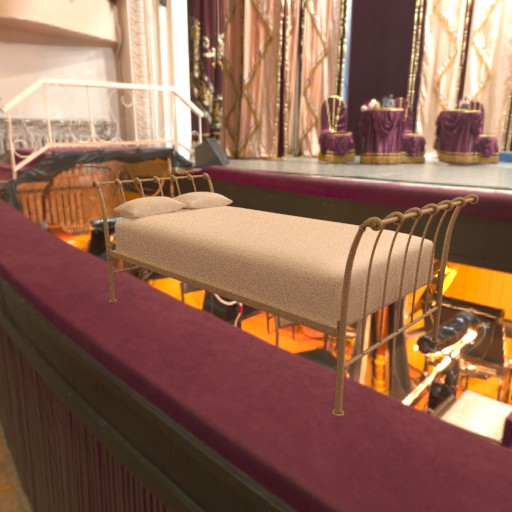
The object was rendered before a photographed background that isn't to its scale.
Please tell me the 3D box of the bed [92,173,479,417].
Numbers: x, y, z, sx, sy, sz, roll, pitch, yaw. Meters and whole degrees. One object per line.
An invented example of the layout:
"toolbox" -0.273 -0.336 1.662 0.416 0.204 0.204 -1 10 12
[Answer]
"bed" 0.000 0.000 2.787 2.228 0.873 1.032 14 20 43
